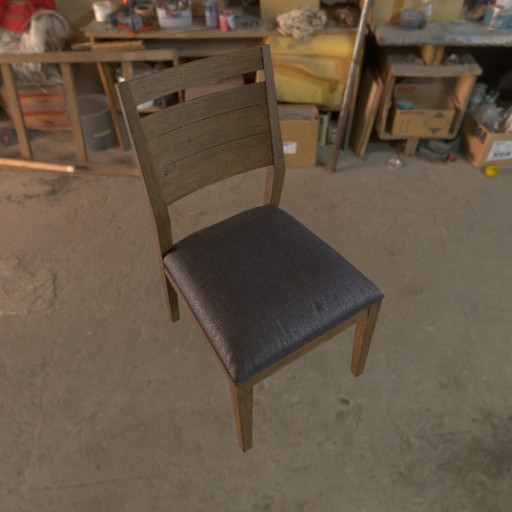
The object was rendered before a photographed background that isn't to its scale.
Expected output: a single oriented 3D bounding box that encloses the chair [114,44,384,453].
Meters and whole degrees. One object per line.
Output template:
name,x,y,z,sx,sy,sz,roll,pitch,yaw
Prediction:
chair,0.000,0.000,1.290,0.501,0.939,0.610,-26,52,-22
